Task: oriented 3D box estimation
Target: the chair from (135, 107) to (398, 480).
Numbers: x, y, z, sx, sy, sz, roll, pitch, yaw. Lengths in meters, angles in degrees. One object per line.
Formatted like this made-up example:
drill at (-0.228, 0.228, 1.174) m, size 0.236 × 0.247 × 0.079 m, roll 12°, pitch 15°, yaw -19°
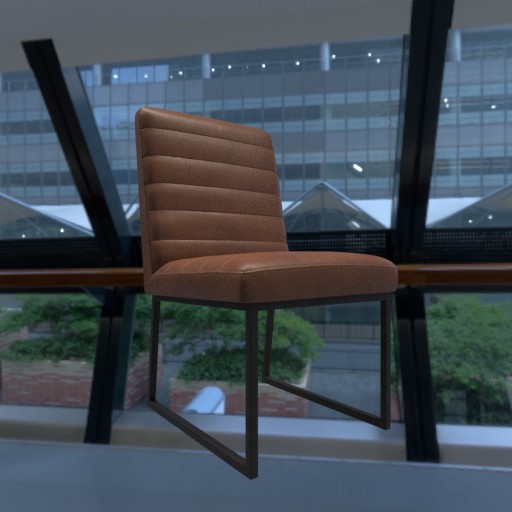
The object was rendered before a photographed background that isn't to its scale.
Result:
chair at (0.000, 0.000, 1.297) m, size 0.520 × 0.930 × 0.634 m, roll 0°, pitch 0°, yaw -36°
